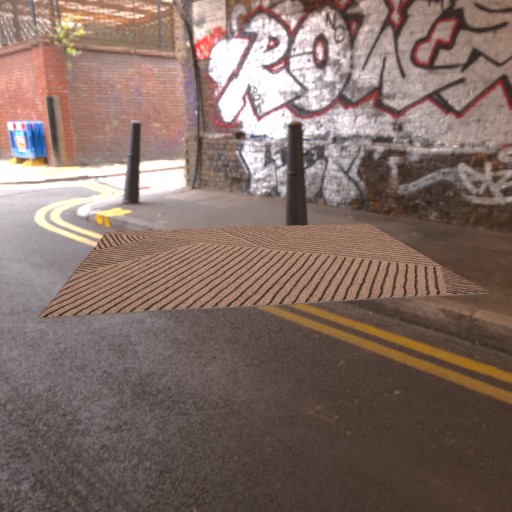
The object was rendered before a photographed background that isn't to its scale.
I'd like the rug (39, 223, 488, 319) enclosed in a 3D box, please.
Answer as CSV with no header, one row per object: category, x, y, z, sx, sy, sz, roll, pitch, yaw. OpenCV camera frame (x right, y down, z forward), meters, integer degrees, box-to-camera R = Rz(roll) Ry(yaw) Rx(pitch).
rug,0.000,0.000,3.237,2.449,0.028,1.829,-2,17,-8
